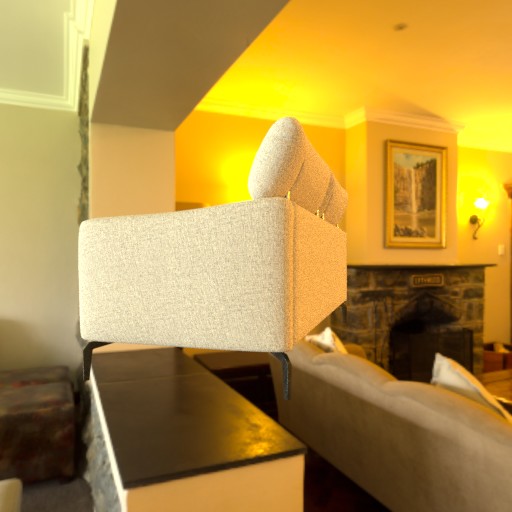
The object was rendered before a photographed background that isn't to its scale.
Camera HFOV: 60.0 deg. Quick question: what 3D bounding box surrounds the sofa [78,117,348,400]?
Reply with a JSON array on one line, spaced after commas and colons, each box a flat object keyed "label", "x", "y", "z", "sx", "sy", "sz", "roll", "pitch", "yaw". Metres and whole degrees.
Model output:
[{"label": "sofa", "x": 0.000, "y": 0.000, "z": 2.451, "sx": 0.856, "sy": 0.956, "sz": 2.015, "roll": 0, "pitch": 0, "yaw": 17}]
